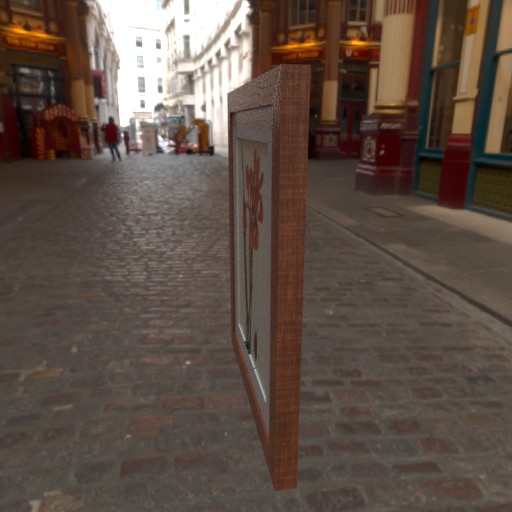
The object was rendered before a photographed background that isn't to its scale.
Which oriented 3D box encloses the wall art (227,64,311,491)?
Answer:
[{"bbox_3d":[0.000,0.000,0.779,0.033,0.567,0.467,-3,17,-10],"label":"wall art"}]
